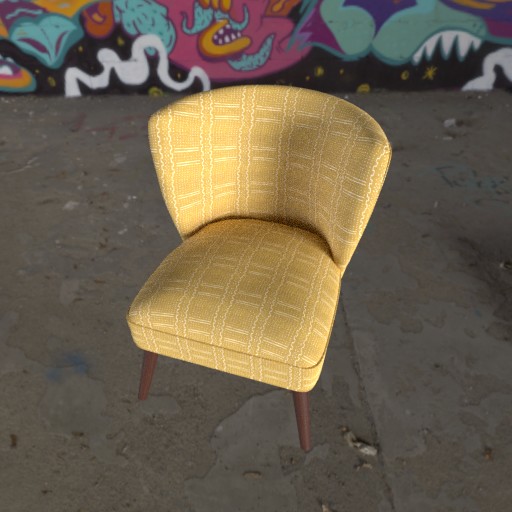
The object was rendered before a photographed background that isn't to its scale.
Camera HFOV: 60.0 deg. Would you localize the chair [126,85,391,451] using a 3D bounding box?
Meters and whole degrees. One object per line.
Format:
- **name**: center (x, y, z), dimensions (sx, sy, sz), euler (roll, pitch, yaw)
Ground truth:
- **chair**: center (0.000, 0.000, 1.454), dimensions (0.706, 0.866, 0.758), euler (12, 42, 13)
